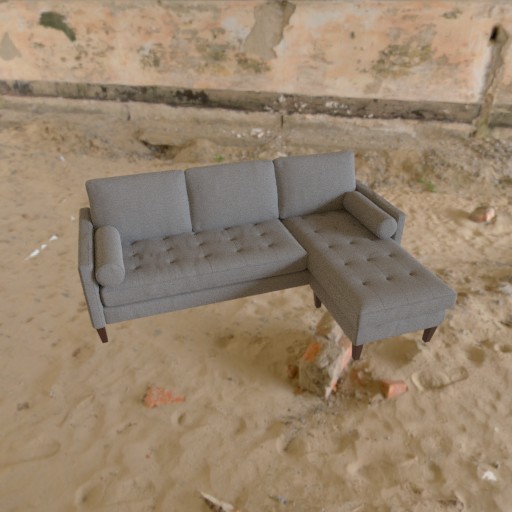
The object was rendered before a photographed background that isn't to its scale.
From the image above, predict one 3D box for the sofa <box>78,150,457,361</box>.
[{"bbox_3d":[0.000,0.000,2.933,2.178,0.875,1.506,-10,33,-16],"label":"sofa"}]
